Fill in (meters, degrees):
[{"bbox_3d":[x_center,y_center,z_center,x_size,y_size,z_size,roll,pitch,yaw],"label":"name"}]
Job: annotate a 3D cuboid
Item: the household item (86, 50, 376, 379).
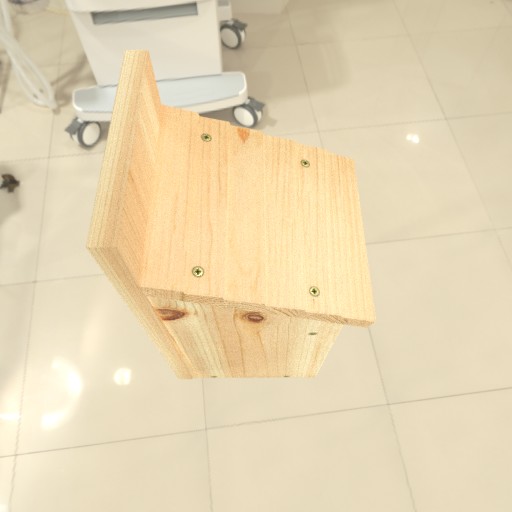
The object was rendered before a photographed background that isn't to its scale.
[{"bbox_3d":[0.000,0.000,0.386,0.171,0.300,0.149,0,62,0],"label":"household item"}]
